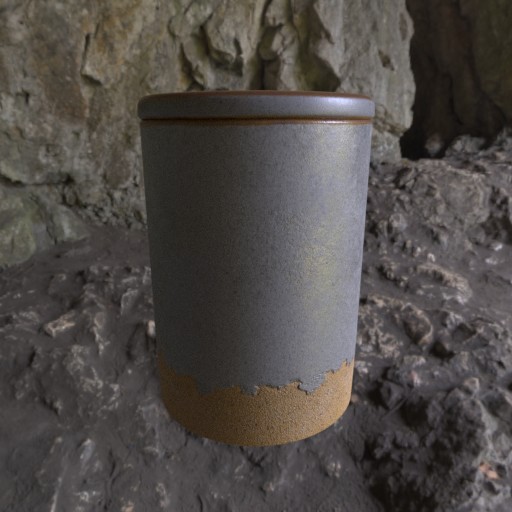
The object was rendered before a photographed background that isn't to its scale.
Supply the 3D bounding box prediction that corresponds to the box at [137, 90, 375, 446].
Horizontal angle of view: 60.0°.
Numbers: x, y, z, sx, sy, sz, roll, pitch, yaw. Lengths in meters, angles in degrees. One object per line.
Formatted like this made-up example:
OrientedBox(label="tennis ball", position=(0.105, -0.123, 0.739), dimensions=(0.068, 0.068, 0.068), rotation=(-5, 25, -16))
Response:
OrientedBox(label="box", position=(0.000, 0.000, 0.249), dimensions=(0.118, 0.168, 0.118), rotation=(0, 16, 0))
